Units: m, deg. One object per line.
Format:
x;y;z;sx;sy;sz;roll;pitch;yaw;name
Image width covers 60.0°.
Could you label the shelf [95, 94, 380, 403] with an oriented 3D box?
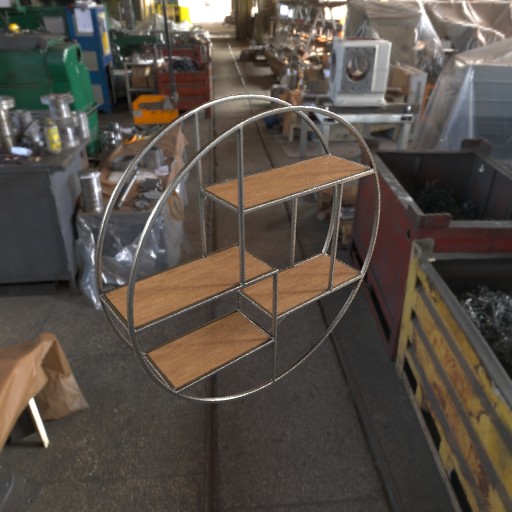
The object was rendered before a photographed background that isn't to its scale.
0.000;0.000;1.320;0.888;0.888;0.202;-22;36;-32;shelf
